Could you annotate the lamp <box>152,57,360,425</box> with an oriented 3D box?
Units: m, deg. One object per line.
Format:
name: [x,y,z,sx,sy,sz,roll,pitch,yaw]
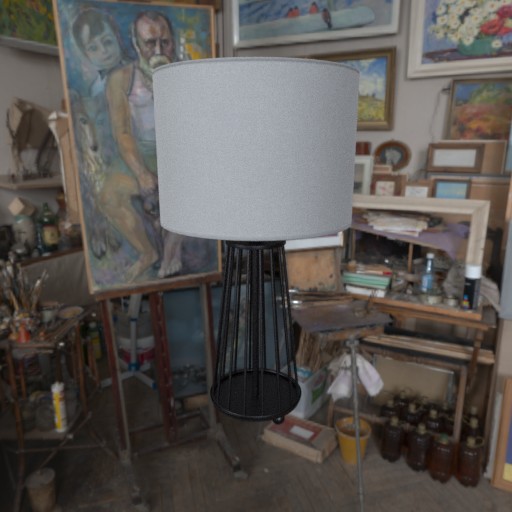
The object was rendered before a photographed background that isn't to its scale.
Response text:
lamp: [0.000,0.000,0.778,0.322,0.593,0.322,-2,15,-8]
